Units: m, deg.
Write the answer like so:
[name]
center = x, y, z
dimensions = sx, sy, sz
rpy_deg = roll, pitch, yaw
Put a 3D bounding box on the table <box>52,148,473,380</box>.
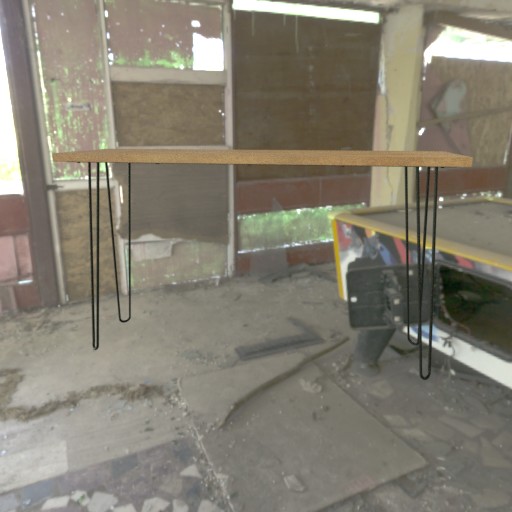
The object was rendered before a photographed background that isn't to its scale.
[table]
center = 0.000, 0.000, 1.750
dimensions = 1.400, 0.799, 0.399
rpy_deg = 3, 16, 10
